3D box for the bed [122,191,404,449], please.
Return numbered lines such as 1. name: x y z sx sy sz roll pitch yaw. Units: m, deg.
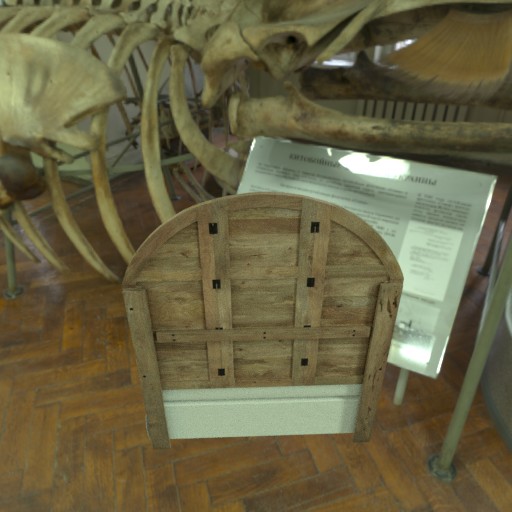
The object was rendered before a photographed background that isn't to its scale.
1. bed: 0.000 0.000 3.648 1.713 2.002 2.112 -1 32 -2
